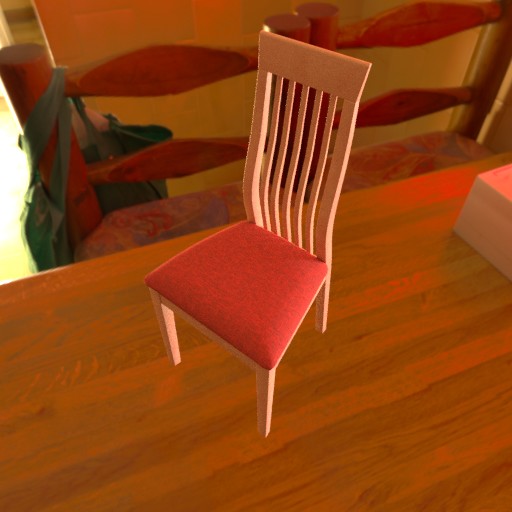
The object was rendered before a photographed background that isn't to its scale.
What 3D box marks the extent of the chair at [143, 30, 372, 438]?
[{"bbox_3d":[0.000,0.000,1.249,0.460,1.027,0.474,30,54,25],"label":"chair"}]
